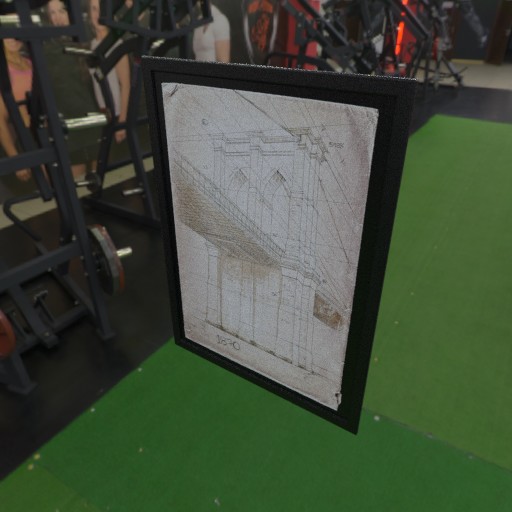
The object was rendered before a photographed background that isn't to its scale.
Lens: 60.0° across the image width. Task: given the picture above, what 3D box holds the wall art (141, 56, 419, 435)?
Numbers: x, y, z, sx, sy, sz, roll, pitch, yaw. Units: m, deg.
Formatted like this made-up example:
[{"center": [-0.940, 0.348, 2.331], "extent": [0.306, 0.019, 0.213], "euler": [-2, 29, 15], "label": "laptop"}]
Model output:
[{"center": [0.000, 0.000, 1.217], "extent": [0.707, 0.967, 0.013], "euler": [19, 35, 29], "label": "wall art"}]
